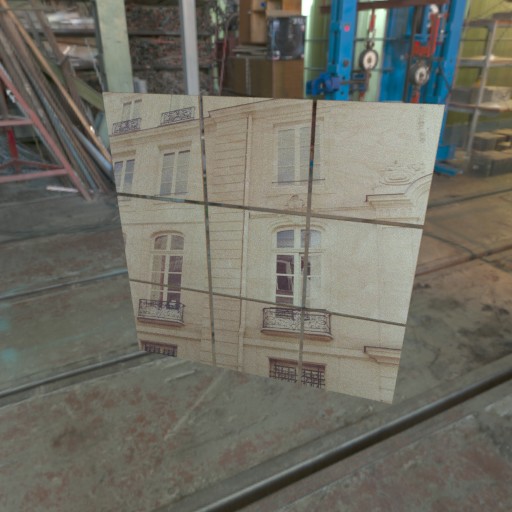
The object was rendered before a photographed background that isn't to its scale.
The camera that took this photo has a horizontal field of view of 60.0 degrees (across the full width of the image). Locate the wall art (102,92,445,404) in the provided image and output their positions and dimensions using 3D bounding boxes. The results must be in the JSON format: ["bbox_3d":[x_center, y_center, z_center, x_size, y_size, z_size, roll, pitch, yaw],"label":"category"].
[{"bbox_3d":[0.000,0.000,2.246,1.526,1.522,0.023,8,27,16],"label":"wall art"}]
